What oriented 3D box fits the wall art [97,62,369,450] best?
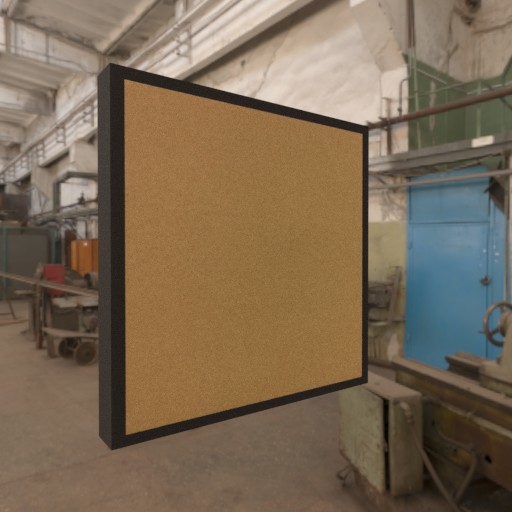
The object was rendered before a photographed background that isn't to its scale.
[{"bbox_3d":[0.000,0.000,0.450,0.305,0.304,0.033,-1,1,-36],"label":"wall art"}]
